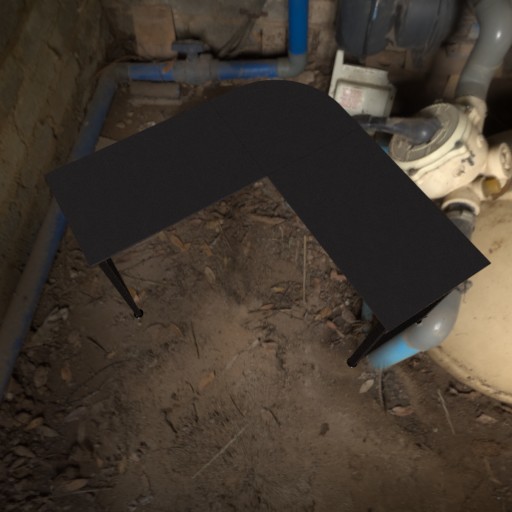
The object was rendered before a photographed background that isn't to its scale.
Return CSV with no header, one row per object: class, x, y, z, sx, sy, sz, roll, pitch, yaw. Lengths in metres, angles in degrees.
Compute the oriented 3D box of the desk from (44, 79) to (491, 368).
desk,0.000,0.000,2.255,1.400,0.762,1.400,-29,67,-14
